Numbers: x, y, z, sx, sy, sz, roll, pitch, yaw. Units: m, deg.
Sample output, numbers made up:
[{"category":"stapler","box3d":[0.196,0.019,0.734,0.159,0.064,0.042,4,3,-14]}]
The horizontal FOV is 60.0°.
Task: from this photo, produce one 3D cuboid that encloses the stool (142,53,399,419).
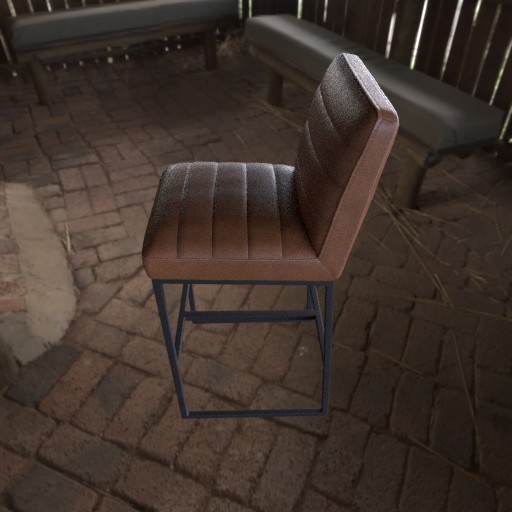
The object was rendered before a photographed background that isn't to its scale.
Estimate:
[{"category":"stool","box3d":[0.000,0.000,1.319,0.556,1.040,0.458,-1,40,-1]}]
